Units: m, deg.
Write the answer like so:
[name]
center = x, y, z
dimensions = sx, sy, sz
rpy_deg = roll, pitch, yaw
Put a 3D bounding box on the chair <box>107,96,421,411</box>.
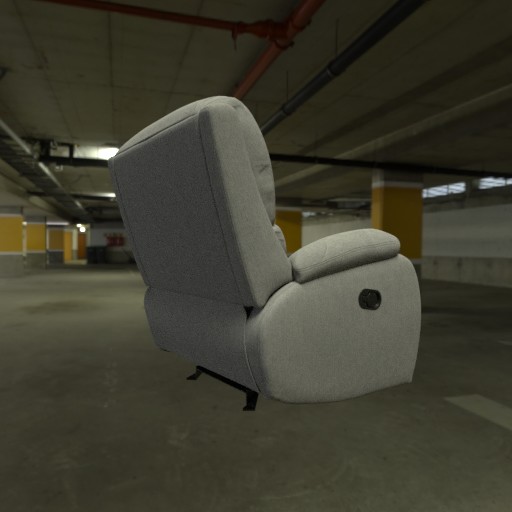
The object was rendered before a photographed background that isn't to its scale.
[chair]
center = 0.000, 0.000, 1.739
dimensions = 0.899, 1.011, 0.930
rpy_deg = -1, 1, -35
